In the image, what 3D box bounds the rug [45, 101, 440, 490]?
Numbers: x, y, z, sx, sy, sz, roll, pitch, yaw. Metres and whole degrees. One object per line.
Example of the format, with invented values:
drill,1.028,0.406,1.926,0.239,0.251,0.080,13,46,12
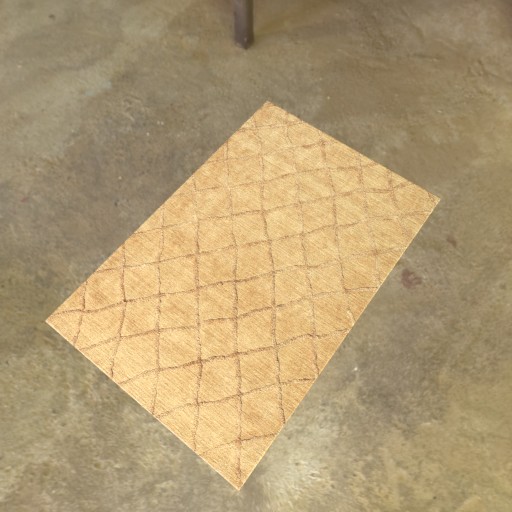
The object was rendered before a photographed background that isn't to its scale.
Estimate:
rug,0.000,0.000,2.935,1.528,0.014,2.292,35,69,15
